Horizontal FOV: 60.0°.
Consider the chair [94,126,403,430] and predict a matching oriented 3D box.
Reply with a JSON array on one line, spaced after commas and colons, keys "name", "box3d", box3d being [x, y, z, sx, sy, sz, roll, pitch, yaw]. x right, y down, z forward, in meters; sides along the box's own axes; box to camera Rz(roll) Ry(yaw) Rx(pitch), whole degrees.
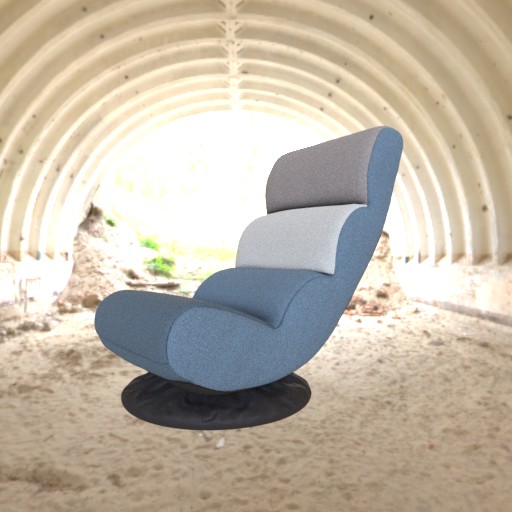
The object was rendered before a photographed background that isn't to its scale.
[{"name": "chair", "box3d": [0.000, 0.000, 1.059, 0.661, 0.641, 0.420, 0, 0, -37]}]
